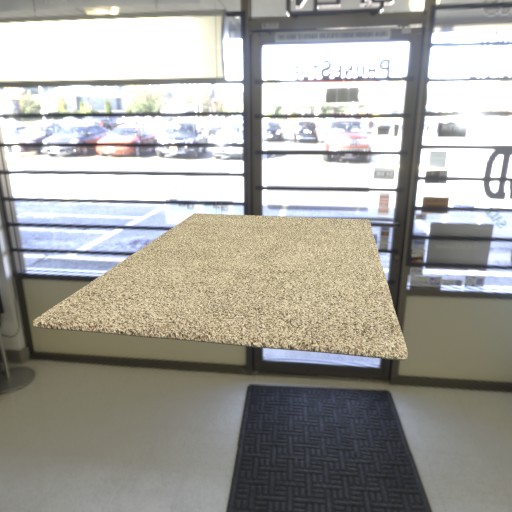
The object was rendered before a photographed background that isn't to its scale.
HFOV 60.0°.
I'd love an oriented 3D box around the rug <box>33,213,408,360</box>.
[{"bbox_3d":[0.000,0.000,2.222,1.219,0.030,1.778,3,18,10],"label":"rug"}]
